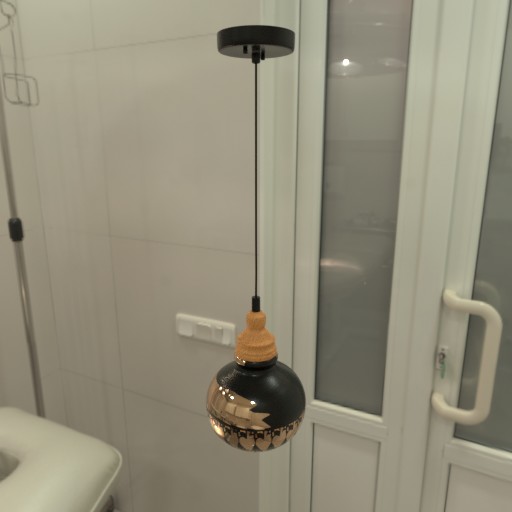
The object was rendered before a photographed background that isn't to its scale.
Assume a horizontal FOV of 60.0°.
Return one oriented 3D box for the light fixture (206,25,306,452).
[{"bbox_3d":[0.000,0.000,1.760,0.430,1.606,0.430,7,16,26],"label":"light fixture"}]
